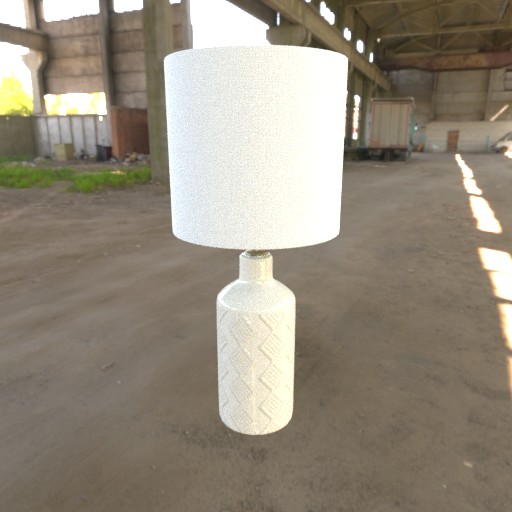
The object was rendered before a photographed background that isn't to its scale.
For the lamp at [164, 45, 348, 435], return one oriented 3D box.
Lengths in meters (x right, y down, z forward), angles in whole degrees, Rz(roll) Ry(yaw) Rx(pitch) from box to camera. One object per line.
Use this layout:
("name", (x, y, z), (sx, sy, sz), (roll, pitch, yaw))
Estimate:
("lamp", (0.000, 0.000, 0.569), (0.207, 0.461, 0.207), (-3, 16, -10))
